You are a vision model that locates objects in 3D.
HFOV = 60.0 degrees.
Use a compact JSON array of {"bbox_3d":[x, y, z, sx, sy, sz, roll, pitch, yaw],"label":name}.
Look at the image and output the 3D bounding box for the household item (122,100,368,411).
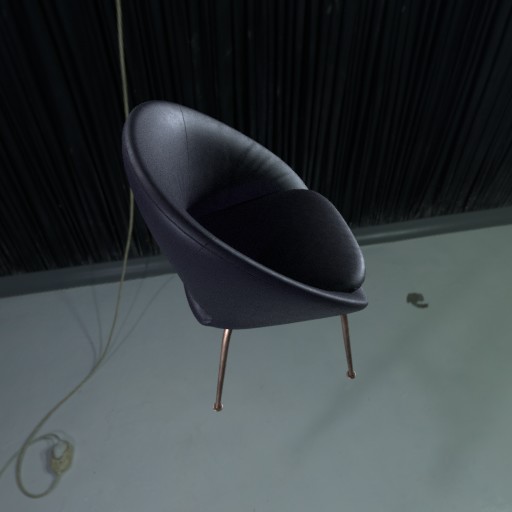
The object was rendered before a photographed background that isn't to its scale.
[{"bbox_3d":[0.000,0.000,1.251,0.573,0.852,0.623,-11,48,-10],"label":"household item"}]
